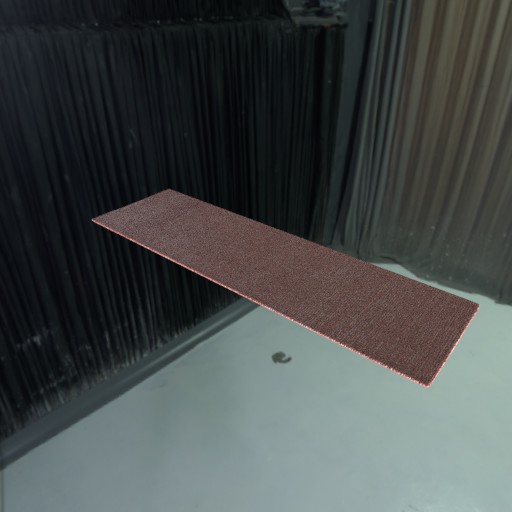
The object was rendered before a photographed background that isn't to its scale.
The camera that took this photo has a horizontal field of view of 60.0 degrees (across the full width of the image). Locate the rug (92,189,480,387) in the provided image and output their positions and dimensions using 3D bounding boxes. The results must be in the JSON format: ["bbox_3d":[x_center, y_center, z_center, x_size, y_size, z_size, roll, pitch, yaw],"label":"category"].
[{"bbox_3d":[0.000,0.000,2.584,2.307,0.012,0.687,23,38,33],"label":"rug"}]
